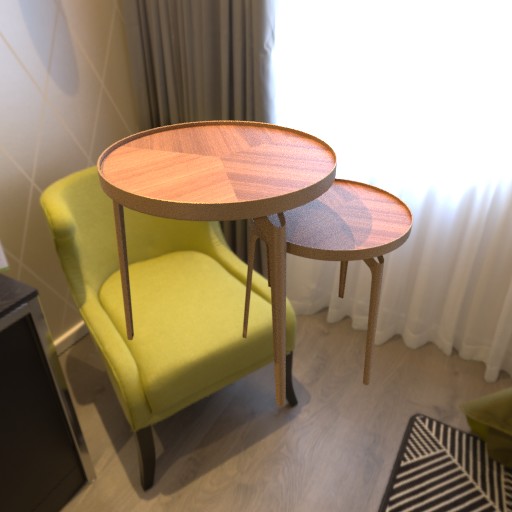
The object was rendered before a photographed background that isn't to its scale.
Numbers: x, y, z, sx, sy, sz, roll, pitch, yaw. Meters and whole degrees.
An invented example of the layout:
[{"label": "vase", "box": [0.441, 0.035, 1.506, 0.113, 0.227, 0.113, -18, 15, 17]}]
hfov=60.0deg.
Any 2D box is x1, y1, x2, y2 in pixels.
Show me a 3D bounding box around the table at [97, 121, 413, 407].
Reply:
[{"label": "table", "box": [0.000, 0.000, 1.154, 0.751, 0.555, 0.532, -1, 32, -1]}]
